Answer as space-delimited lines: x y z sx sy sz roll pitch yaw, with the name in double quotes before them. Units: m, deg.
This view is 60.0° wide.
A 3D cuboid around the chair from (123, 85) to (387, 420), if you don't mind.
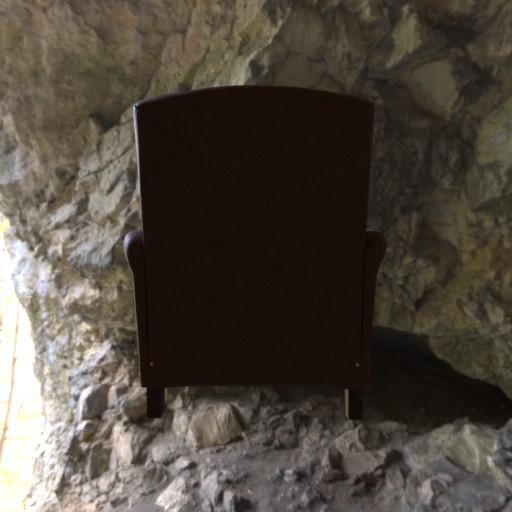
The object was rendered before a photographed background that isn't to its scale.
"chair" 0.000 0.000 1.777 0.978 1.061 0.902 0 1 1
